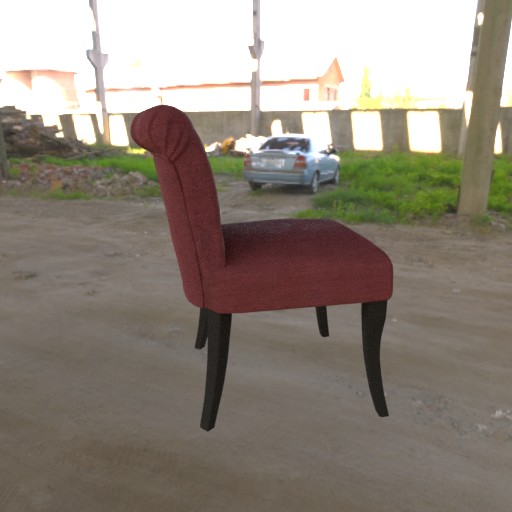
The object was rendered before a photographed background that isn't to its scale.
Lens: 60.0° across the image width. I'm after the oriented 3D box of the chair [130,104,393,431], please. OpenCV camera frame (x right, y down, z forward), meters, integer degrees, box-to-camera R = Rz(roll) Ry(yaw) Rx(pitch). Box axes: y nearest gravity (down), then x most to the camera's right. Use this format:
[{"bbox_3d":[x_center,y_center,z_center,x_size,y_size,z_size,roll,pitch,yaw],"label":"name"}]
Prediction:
[{"bbox_3d":[0.000,0.000,1.208,0.605,0.750,0.582,-3,16,-9],"label":"chair"}]
